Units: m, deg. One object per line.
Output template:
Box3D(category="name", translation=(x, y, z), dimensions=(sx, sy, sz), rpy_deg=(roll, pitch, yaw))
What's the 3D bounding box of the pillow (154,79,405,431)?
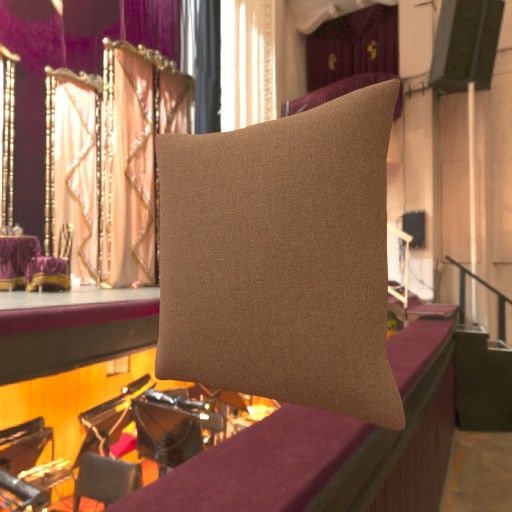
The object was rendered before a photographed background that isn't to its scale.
Box3D(category="pillow", translation=(0.000, 0.000, 0.778), dimensions=(0.512, 0.506, 0.178), rpy_deg=(-1, -1, 34))
